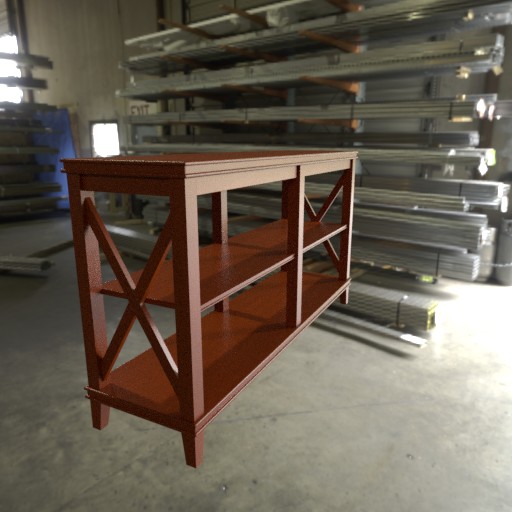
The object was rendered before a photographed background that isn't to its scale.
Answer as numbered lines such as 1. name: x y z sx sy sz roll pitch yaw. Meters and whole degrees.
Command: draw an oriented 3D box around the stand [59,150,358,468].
1. stand: 0.000 0.000 1.690 0.381 0.762 1.372 7 16 27
